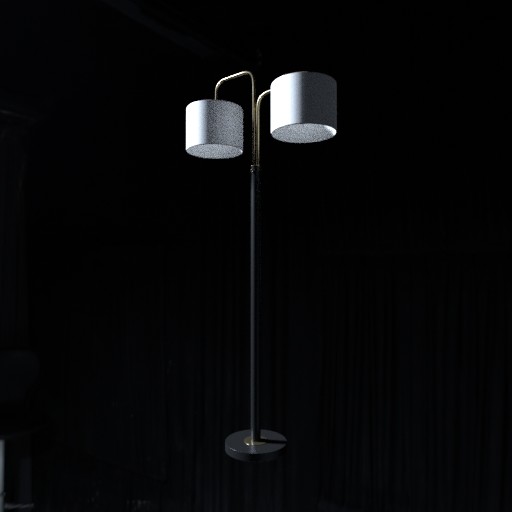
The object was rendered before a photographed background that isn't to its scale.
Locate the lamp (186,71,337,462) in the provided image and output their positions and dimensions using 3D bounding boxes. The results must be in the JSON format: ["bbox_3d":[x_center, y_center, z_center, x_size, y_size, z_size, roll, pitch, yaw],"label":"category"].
[{"bbox_3d":[0.000,0.000,1.847,0.711,1.587,0.254,-1,-2,36],"label":"lamp"}]
